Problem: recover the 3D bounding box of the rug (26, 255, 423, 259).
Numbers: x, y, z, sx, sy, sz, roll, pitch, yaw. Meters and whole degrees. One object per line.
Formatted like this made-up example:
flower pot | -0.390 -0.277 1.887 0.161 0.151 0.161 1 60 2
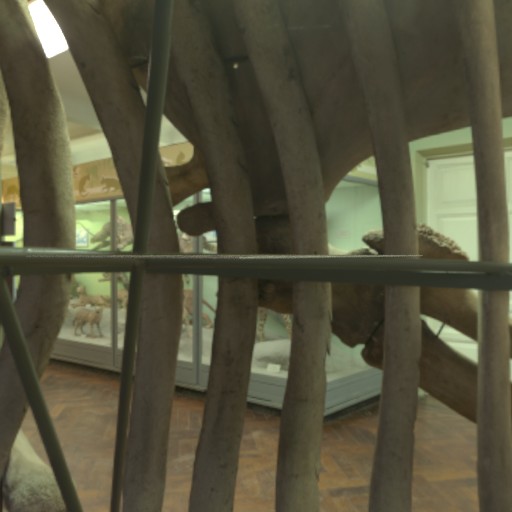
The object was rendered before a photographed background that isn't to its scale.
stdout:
rug | 0.000 0.000 2.923 1.522 0.008 2.284 0 0 36
